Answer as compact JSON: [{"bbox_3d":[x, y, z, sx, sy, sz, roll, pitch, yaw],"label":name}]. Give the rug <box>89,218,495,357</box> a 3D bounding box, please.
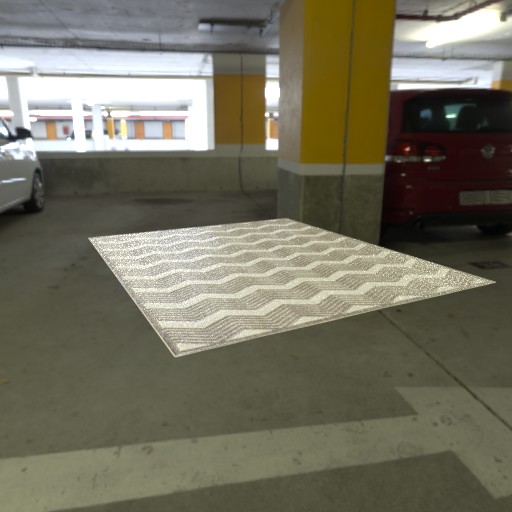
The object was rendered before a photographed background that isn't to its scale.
[{"bbox_3d":[0.000,0.000,3.876,2.391,0.005,2.880,-8,17,-27],"label":"rug"}]
